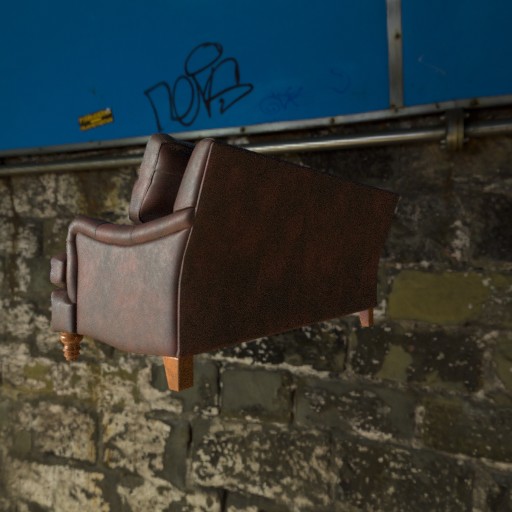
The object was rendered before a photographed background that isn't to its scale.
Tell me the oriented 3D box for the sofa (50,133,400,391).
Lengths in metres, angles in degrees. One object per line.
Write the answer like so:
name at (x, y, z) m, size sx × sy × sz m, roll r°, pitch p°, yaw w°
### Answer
sofa at (0.000, 0.000, 2.804) m, size 1.147 × 1.071 × 2.144 m, roll 1°, pitch 1°, yaw 37°
